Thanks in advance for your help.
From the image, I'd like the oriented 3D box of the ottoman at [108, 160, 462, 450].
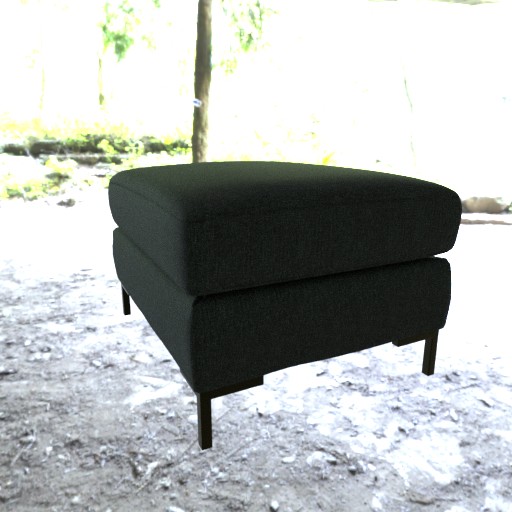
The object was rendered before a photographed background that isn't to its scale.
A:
[{"bbox_3d":[0.000,0.000,1.294,0.695,0.533,0.831,-8,17,-26],"label":"ottoman"}]
